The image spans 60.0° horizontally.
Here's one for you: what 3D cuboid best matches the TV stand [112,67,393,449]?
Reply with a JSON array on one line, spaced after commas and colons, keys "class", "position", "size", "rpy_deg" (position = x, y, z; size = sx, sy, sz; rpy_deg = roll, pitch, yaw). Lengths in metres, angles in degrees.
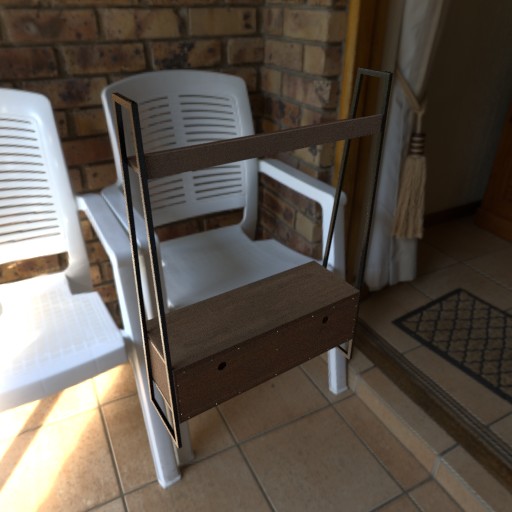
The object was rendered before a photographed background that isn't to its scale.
[{"class": "TV stand", "position": [0.000, 0.000, 2.349], "size": [1.250, 1.772, 0.432], "rpy_deg": [-18, 35, -28]}]
